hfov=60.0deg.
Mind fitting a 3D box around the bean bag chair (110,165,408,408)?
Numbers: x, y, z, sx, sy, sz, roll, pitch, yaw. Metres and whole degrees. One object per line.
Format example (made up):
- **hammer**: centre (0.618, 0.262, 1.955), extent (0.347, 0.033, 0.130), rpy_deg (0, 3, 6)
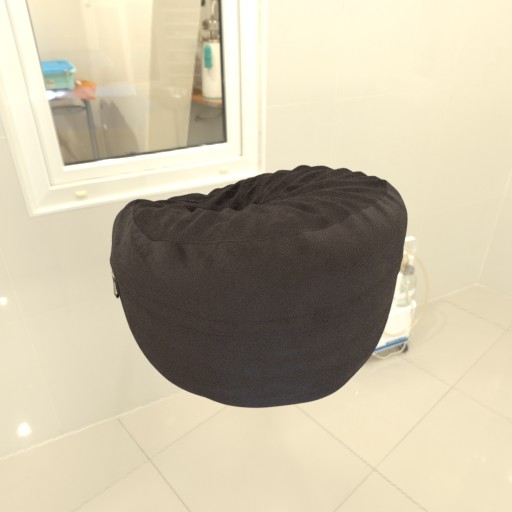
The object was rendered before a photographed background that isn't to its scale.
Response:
- **bean bag chair**: centre (0.000, 0.000, 1.994), extent (1.245, 0.821, 1.245), rpy_deg (0, 30, 0)
